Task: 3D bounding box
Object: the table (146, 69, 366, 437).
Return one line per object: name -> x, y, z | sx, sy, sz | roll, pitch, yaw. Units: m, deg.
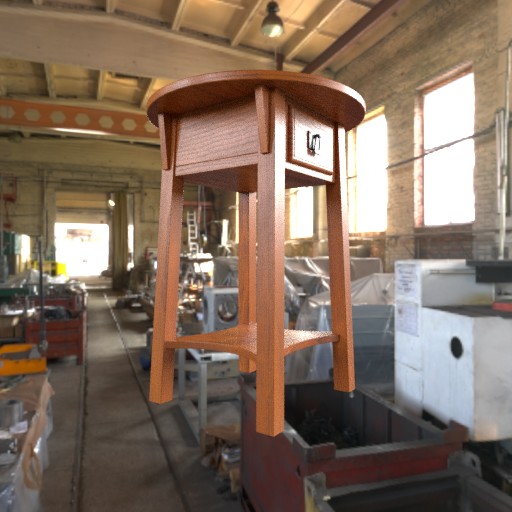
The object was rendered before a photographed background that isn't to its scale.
table -> 0.000, 0.000, 0.952 | 0.457, 0.610, 0.457 | 0, 0, 0
